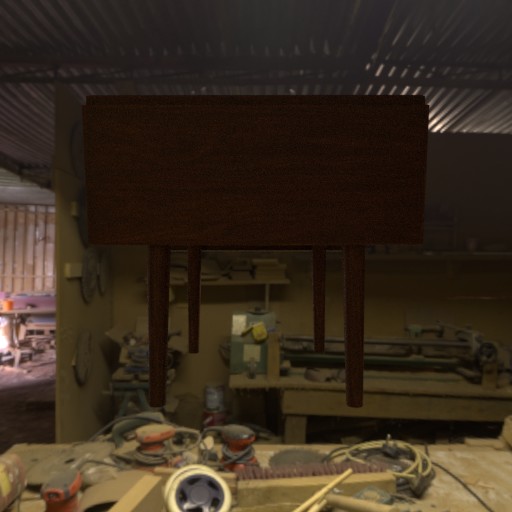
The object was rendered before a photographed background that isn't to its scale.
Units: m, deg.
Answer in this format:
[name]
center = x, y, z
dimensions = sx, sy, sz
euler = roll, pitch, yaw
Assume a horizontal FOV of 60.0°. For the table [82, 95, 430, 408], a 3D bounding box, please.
[table]
center = 0.000, 0.000, 1.448
dimensions = 0.812, 0.763, 0.843
euler = 0, -1, 0
